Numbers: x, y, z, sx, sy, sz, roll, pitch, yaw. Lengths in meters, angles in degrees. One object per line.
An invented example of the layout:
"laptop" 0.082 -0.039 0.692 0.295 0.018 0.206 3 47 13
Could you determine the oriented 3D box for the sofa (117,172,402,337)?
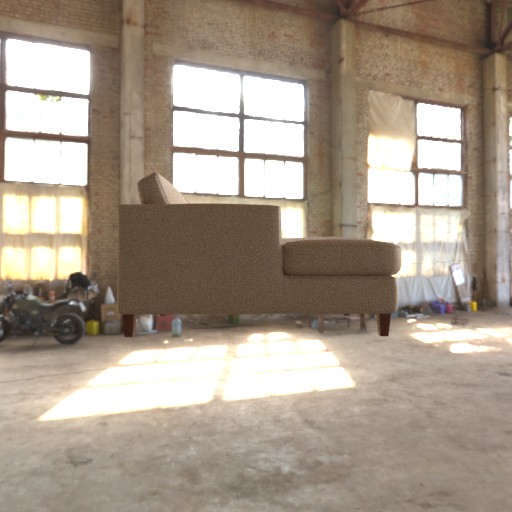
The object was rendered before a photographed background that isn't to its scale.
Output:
"sofa" 0.000 0.000 3.846 1.502 0.876 3.201 0 -1 -1
